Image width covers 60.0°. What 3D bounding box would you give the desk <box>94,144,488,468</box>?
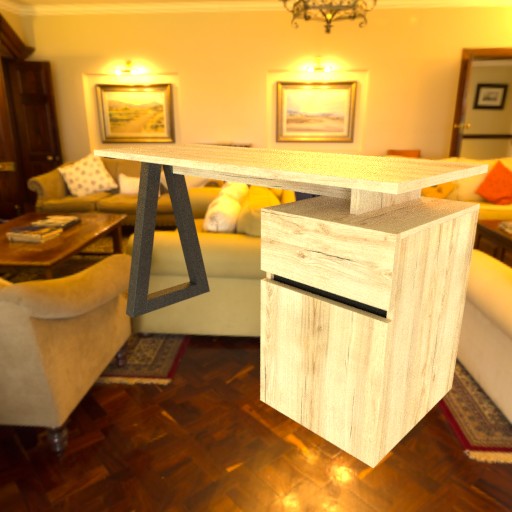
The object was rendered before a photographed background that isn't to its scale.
[{"bbox_3d":[0.000,0.000,1.715,1.400,0.760,0.550,17,24,42],"label":"desk"}]
